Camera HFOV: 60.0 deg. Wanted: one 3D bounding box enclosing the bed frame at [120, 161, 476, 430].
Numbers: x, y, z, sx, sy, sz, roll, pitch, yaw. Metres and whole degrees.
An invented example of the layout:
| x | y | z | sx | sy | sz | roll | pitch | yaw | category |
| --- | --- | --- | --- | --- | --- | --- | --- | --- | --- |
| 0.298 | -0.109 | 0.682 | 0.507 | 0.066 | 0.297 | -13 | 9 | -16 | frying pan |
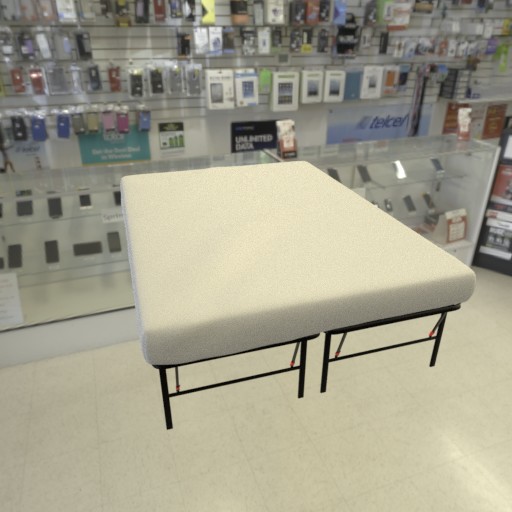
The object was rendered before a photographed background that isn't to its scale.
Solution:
| x | y | z | sx | sy | sz | roll | pitch | yaw | category |
| --- | --- | --- | --- | --- | --- | --- | --- | --- | --- |
| 0.000 | 0.000 | 2.874 | 1.584 | 0.667 | 2.151 | -8 | 28 | -15 | bed frame |
